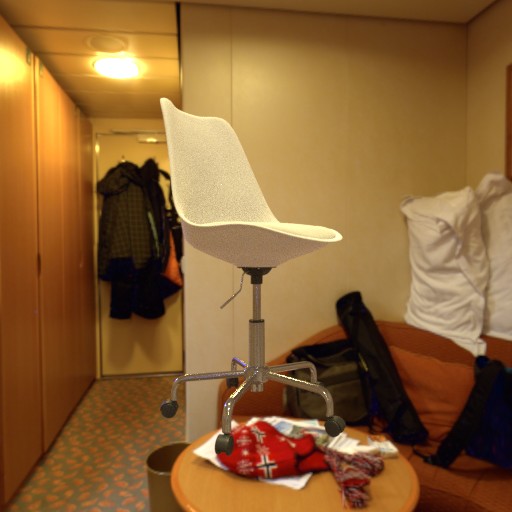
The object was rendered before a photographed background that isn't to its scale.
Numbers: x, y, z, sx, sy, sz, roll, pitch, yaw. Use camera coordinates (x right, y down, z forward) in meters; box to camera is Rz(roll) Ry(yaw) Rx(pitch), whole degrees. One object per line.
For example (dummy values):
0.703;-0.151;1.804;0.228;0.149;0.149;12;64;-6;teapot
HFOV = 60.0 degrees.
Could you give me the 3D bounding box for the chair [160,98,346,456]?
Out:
0.000;0.000;1.289;0.550;0.930;0.550;1;2;35;chair
